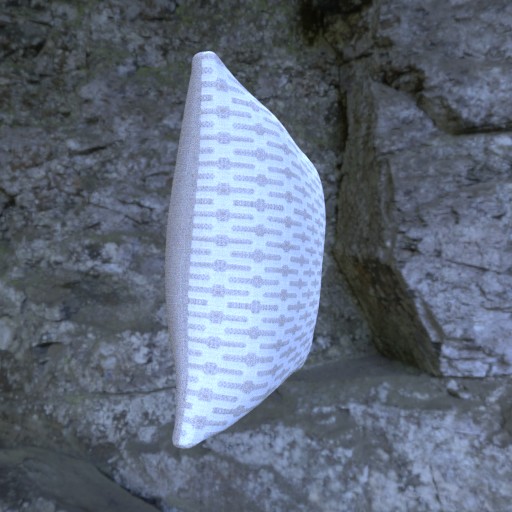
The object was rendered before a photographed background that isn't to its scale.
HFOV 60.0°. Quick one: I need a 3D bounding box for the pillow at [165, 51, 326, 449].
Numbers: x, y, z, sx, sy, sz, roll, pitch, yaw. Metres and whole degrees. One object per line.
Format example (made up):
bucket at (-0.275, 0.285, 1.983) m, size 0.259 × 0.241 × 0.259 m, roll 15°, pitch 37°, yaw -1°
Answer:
pillow at (0.000, 0.000, 0.774) m, size 0.219 × 0.491 × 0.496 m, roll -1°, pitch -3°, yaw 18°
